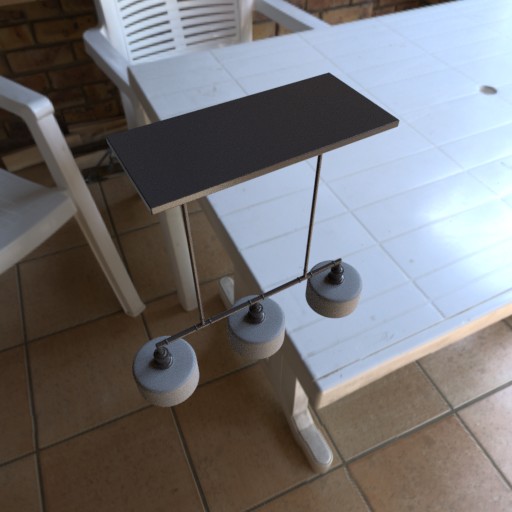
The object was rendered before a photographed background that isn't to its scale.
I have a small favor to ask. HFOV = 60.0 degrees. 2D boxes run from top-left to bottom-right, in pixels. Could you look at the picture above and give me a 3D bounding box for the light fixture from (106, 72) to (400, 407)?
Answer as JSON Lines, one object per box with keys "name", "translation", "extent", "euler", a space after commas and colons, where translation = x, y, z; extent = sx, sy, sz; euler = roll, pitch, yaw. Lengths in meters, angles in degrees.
{"name": "light fixture", "translation": [0.000, 0.000, 0.852], "extent": [0.582, 0.557, 0.177], "euler": [-23, 52, -20]}
